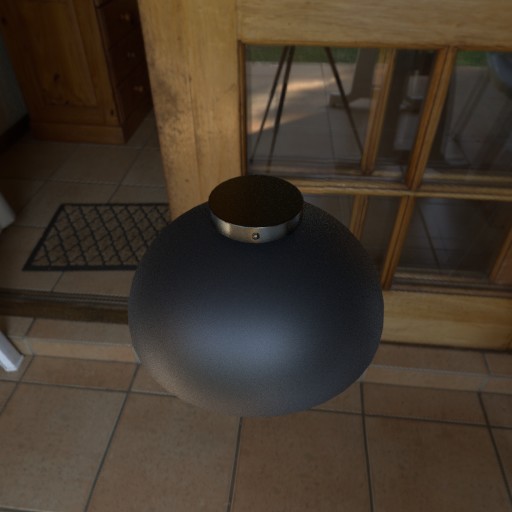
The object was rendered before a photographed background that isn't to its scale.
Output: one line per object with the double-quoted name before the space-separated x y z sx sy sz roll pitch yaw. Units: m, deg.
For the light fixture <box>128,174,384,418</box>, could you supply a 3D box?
"light fixture" 0.000 0.000 0.577 0.355 0.177 0.355 0 41 0
